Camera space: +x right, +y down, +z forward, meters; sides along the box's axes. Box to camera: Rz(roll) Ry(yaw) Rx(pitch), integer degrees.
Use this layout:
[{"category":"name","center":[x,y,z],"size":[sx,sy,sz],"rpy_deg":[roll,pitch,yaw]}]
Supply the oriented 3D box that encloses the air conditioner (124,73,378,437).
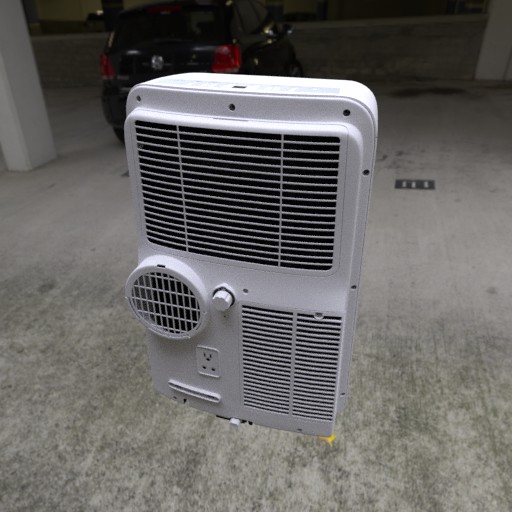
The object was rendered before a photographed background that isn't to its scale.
[{"category":"air conditioner","center":[0.000,0.000,0.926],"size":[0.454,0.700,0.365],"rpy_deg":[9,32,14]}]
